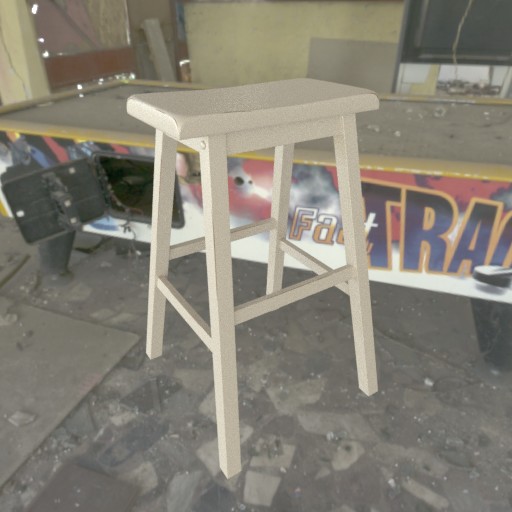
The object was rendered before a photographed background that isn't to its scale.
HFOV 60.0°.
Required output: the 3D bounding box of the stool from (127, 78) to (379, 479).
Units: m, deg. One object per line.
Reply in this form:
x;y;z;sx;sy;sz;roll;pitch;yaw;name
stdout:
0.000;0.000;1.053;0.457;0.737;0.476;-18;34;-29;stool
